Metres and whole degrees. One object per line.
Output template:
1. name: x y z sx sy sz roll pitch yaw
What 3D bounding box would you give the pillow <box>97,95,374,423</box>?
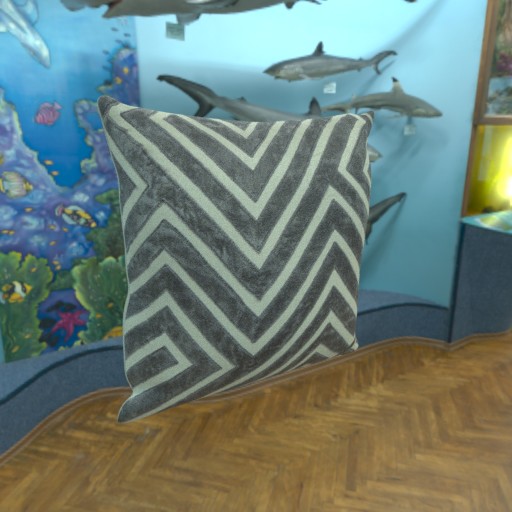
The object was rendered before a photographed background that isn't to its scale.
1. pillow: 0.000 0.000 0.667 0.440 0.441 0.182 -8 17 -28
